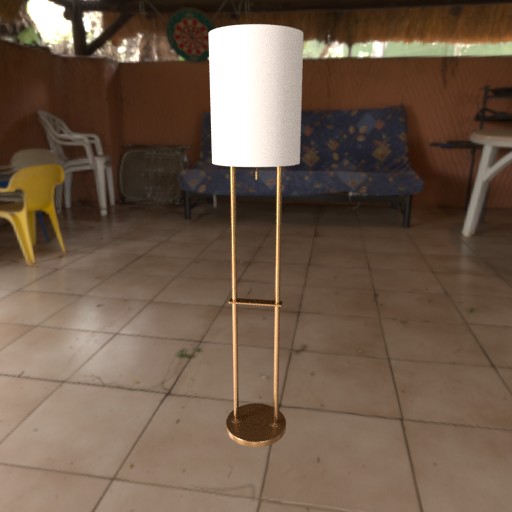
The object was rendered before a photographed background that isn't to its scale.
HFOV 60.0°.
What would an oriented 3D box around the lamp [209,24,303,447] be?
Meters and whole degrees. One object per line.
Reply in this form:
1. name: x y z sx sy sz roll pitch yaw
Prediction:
1. lamp: 0.000 0.000 1.651 0.306 1.500 0.305 3 17 9
